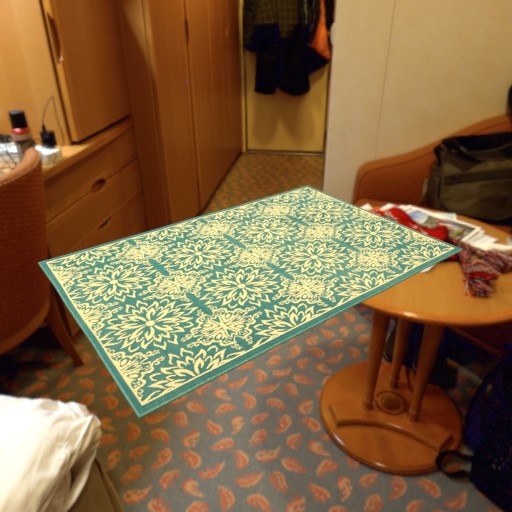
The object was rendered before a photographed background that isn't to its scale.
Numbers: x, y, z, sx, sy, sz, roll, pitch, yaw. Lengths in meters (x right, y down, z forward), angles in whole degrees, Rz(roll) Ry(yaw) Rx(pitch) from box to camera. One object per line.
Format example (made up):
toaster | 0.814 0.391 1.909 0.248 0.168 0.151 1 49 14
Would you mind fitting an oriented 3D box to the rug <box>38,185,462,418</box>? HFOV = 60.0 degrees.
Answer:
rug | 0.000 0.000 3.457 2.769 0.018 1.830 -20 35 -32
